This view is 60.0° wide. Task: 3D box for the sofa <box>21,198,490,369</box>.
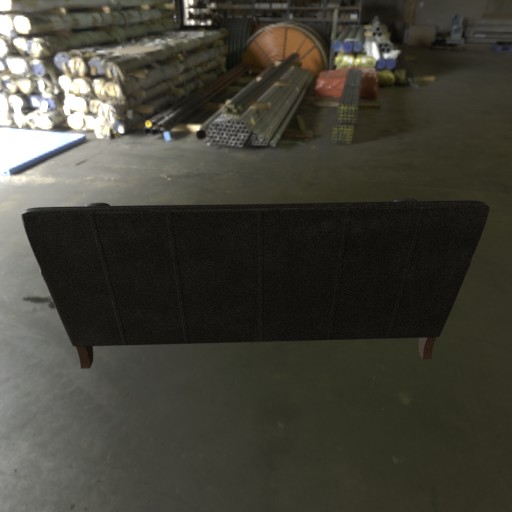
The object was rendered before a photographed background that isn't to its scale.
[{"bbox_3d":[0.000,0.000,2.484,2.053,0.947,0.805,-1,30,-2],"label":"sofa"}]
